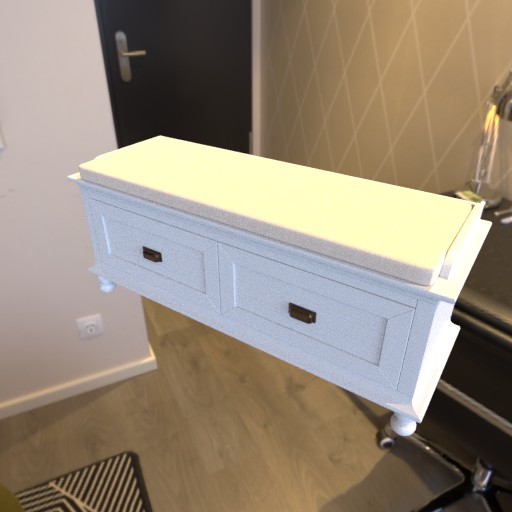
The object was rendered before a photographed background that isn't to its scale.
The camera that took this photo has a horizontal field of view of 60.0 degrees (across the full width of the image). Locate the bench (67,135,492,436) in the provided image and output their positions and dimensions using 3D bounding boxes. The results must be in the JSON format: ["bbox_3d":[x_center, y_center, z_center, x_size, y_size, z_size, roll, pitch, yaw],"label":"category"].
[{"bbox_3d":[0.000,0.000,1.372,1.185,0.486,0.402,19,36,28],"label":"bench"}]
